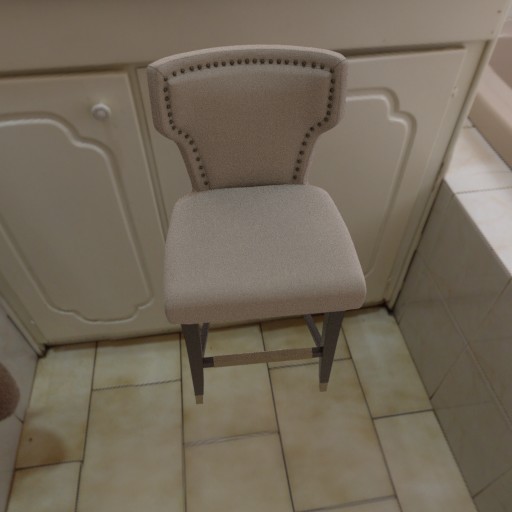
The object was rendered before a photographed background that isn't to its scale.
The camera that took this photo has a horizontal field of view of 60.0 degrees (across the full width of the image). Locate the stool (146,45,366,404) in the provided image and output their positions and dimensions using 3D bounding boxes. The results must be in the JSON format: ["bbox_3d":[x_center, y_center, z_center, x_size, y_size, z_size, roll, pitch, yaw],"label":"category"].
[{"bbox_3d":[0.000,0.000,1.389,0.526,1.092,0.563,-4,48,-4],"label":"stool"}]
